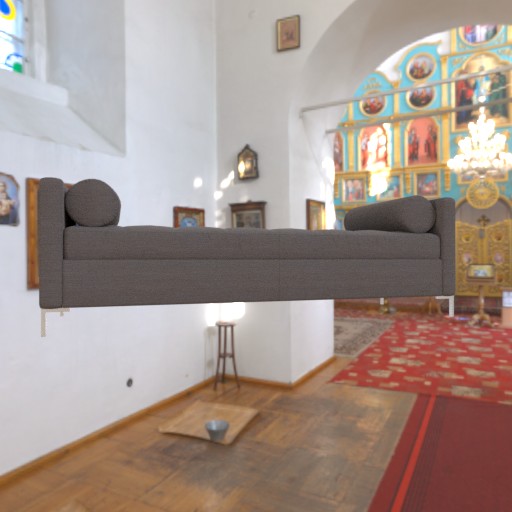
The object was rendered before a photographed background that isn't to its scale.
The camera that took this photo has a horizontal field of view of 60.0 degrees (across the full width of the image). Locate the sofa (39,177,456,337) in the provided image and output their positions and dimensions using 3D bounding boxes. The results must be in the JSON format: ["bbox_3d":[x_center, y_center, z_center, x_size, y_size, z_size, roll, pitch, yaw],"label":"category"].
[{"bbox_3d":[0.000,0.000,2.335,1.981,0.635,0.686,0,0,-18],"label":"sofa"}]
